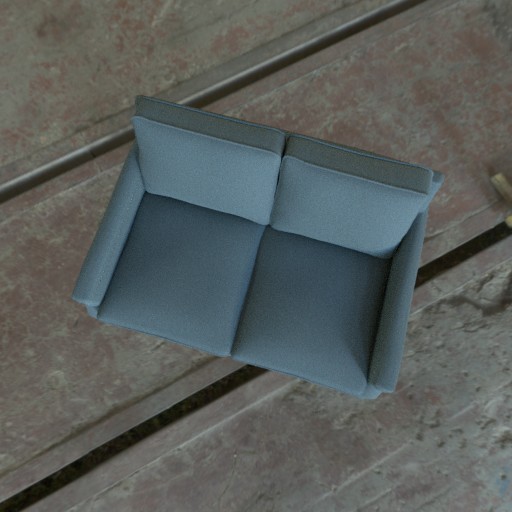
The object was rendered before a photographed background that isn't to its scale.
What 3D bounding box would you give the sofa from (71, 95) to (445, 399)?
[{"bbox_3d":[0.000,0.000,2.295,1.597,1.003,1.084,16,77,4],"label":"sofa"}]
